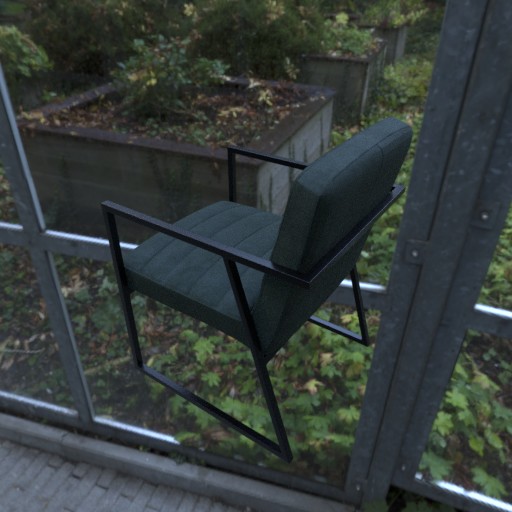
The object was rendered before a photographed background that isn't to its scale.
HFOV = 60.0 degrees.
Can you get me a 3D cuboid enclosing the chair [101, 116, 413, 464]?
[{"bbox_3d":[0.000,0.000,1.337,0.677,0.833,0.571,21,38,29],"label":"chair"}]
